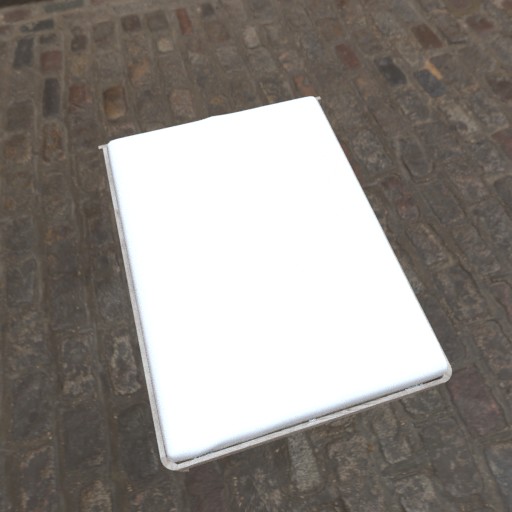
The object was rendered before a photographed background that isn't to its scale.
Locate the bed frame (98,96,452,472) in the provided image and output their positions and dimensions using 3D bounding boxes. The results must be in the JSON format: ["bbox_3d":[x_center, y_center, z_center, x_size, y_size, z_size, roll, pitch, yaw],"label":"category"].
[{"bbox_3d":[0.000,0.000,2.578,1.490,0.462,1.950,-15,64,-8],"label":"bed frame"}]
